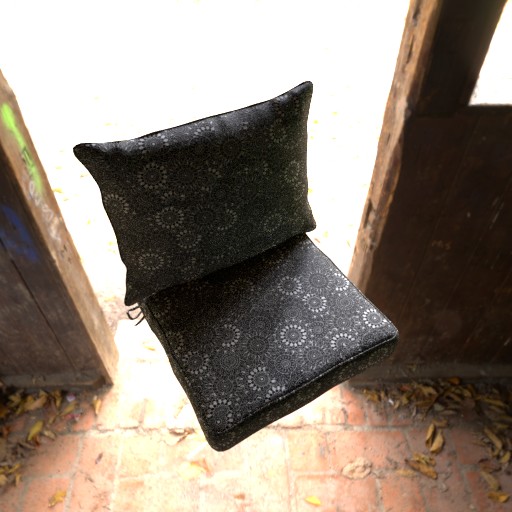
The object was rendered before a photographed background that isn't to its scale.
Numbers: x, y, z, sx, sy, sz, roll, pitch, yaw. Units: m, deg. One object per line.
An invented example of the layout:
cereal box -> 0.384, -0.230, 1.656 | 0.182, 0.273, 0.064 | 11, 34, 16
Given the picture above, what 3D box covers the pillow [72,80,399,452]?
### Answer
pillow -> 0.000, 0.000, 1.367 | 0.798, 0.722, 0.740 | -23, 50, -20
